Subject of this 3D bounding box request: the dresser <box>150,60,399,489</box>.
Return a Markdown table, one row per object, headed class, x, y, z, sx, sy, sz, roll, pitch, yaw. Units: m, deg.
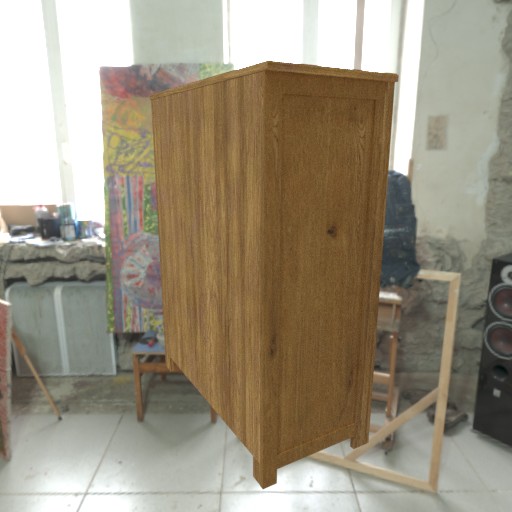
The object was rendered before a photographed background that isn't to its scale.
| class | x | y | z | sx | sy | sz | roll | pitch | yaw |
| --- | --- | --- | --- | --- | --- | --- | --- | --- | --- |
| dresser | 0.000 | 0.000 | 1.989 | 0.558 | 1.431 | 1.081 | -8 | 17 | -29 |
